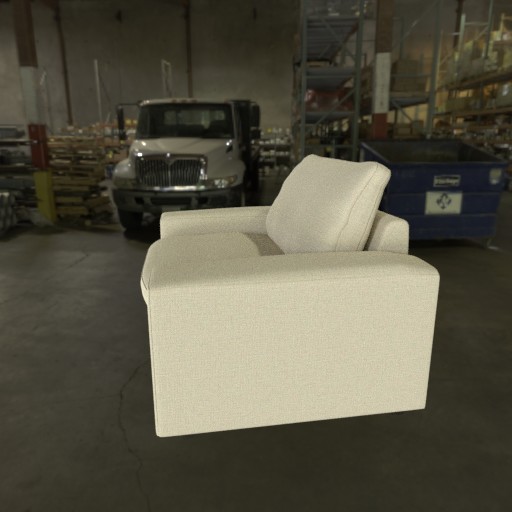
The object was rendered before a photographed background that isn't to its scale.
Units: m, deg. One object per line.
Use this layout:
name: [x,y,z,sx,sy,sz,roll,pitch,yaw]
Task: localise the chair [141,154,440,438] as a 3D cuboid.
chair: [0.000,0.000,2.107,1.039,0.915,1.398,-3,15,-9]
